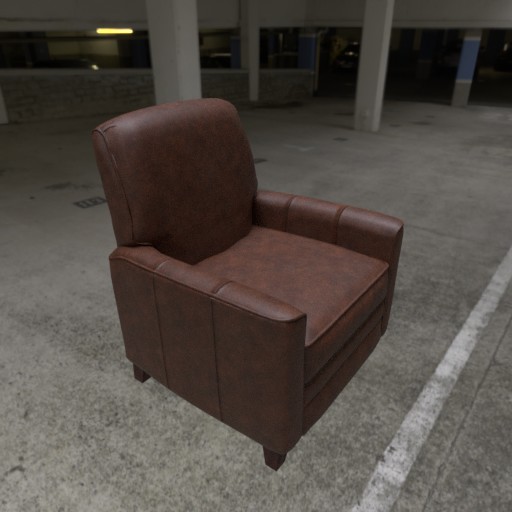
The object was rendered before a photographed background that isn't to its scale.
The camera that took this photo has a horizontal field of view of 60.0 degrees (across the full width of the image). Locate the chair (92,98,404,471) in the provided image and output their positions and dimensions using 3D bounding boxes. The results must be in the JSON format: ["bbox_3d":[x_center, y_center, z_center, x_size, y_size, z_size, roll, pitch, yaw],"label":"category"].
[{"bbox_3d":[0.000,0.000,1.630,0.850,1.010,0.839,19,33,32],"label":"chair"}]
